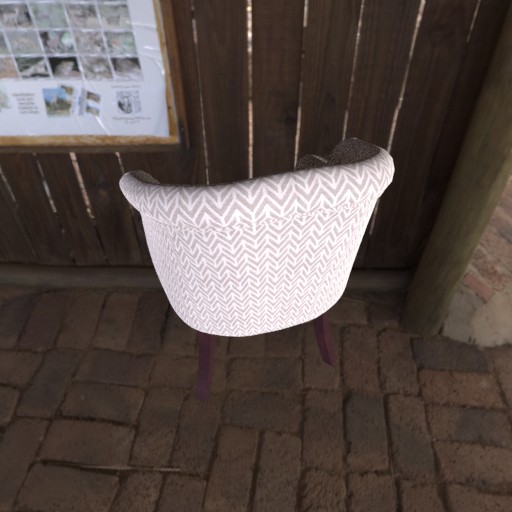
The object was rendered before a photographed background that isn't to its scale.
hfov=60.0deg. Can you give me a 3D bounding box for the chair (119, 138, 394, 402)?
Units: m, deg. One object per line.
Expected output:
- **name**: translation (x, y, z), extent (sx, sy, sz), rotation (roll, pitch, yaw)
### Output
- **chair**: translation (0.000, 0.000, 1.336), extent (0.686, 0.858, 0.613), rotation (-12, 42, -13)
